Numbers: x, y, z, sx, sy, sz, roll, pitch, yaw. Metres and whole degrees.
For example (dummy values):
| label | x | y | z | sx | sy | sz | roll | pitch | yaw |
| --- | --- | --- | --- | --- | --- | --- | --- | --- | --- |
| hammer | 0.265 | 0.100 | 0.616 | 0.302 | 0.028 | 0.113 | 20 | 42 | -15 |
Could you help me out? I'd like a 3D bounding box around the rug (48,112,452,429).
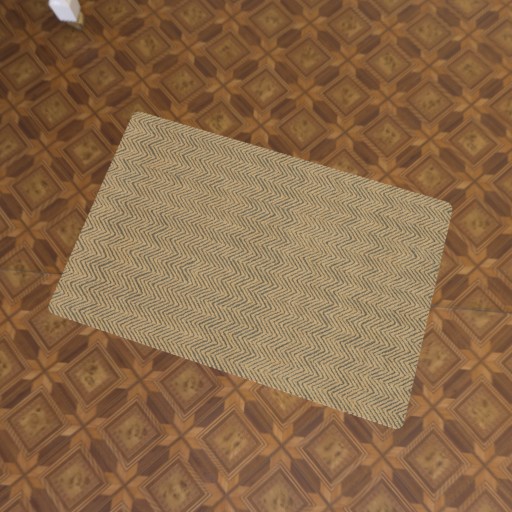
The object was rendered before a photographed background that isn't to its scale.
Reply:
| label | x | y | z | sx | sy | sz | roll | pitch | yaw |
| --- | --- | --- | --- | --- | --- | --- | --- | --- | --- |
| rug | 0.000 | 0.000 | 2.198 | 1.752 | 0.008 | 1.144 | 17 | 76 | 4 |
